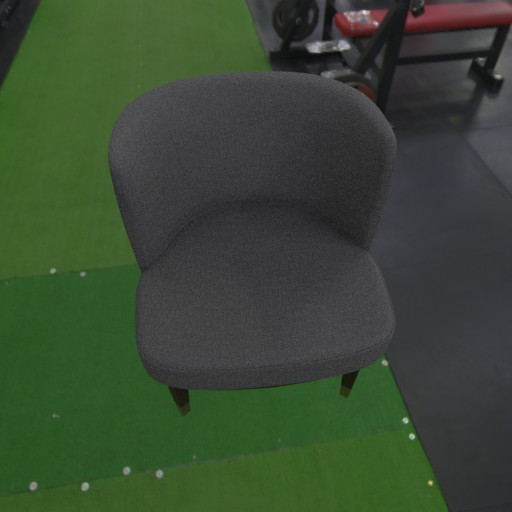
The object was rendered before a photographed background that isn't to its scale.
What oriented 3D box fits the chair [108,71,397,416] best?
[{"bbox_3d":[0.000,0.000,1.202,0.639,0.695,0.698,-5,49,-4],"label":"chair"}]
